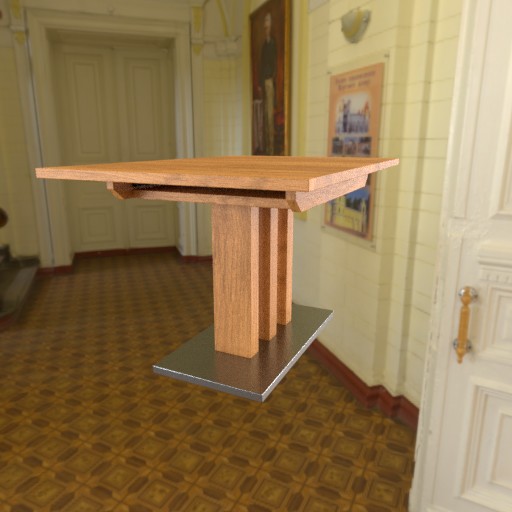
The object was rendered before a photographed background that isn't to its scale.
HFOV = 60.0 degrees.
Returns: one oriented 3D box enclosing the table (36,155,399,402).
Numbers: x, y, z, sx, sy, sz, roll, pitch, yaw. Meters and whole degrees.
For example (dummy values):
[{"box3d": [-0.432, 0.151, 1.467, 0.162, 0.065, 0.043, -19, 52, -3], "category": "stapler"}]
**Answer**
[{"box3d": [0.000, 0.000, 1.856, 0.900, 0.770, 1.300, 7, 16, 25], "category": "table"}]
